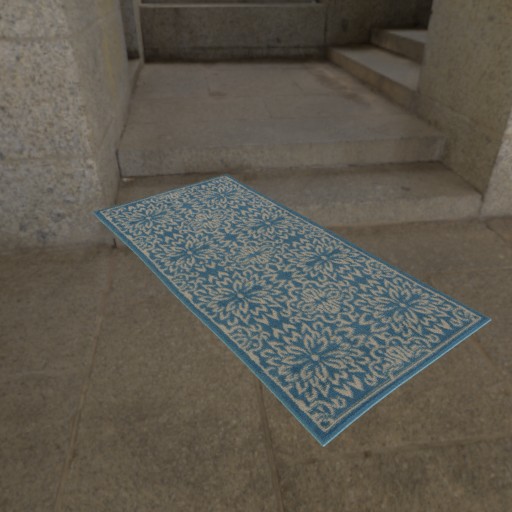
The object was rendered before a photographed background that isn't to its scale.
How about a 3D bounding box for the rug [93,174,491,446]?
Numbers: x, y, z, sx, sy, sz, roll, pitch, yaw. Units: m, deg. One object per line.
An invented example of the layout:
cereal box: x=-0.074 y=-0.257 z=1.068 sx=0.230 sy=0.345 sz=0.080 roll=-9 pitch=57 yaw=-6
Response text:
rug: x=0.000 y=0.000 z=1.400 sx=0.604 sy=0.007 sz=1.219 roll=-22 pitch=39 yaw=-31
